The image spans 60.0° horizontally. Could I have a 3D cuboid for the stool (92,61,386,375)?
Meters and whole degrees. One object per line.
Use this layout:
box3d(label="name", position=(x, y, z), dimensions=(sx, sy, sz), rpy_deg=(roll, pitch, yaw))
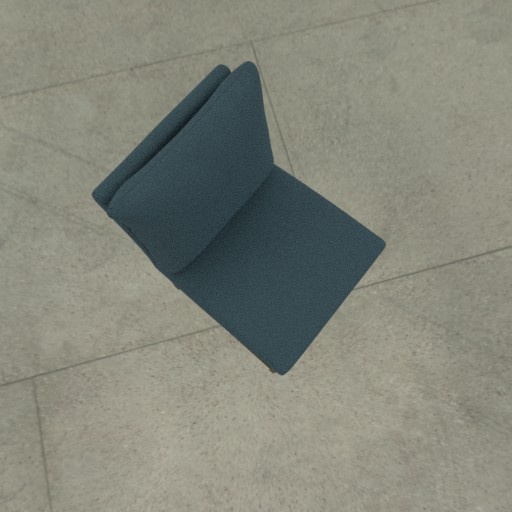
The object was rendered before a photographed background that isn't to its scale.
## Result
box3d(label="stool", position=(0.000, 0.000, 1.352), dimensions=(0.568, 1.032, 0.463), rpy_deg=(38, 78, 10))
